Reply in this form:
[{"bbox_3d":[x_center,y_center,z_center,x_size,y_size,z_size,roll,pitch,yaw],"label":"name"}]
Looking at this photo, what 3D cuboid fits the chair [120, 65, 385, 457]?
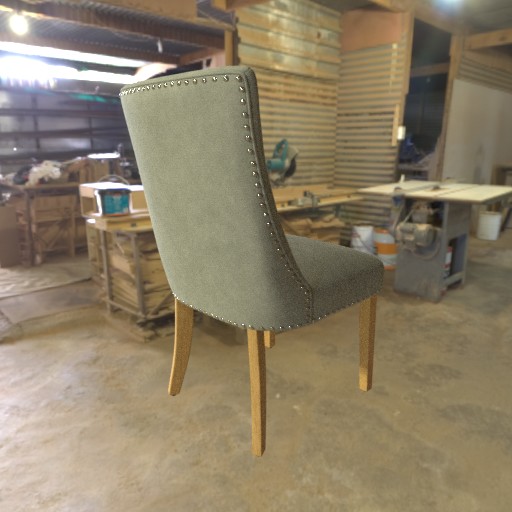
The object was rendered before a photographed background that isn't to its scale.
[{"bbox_3d":[0.000,0.000,1.251,0.610,0.902,0.495,-14,20,-42],"label":"chair"}]
